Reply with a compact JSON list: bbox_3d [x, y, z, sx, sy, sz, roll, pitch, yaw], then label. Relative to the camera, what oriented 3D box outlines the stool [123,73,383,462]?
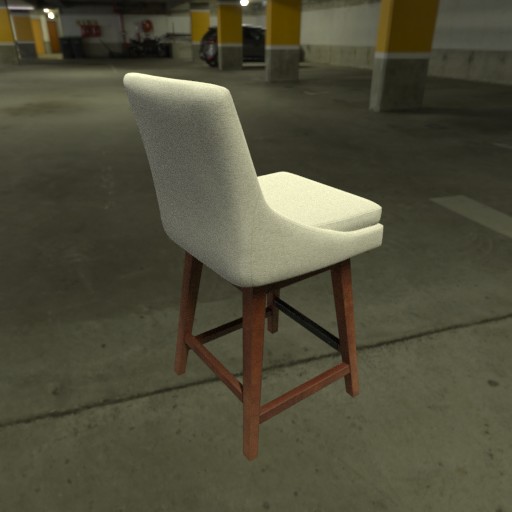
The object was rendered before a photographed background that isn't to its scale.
[{"bbox_3d":[0.000,0.000,1.290,0.559,0.991,0.469,-18,31,-32],"label":"stool"}]
